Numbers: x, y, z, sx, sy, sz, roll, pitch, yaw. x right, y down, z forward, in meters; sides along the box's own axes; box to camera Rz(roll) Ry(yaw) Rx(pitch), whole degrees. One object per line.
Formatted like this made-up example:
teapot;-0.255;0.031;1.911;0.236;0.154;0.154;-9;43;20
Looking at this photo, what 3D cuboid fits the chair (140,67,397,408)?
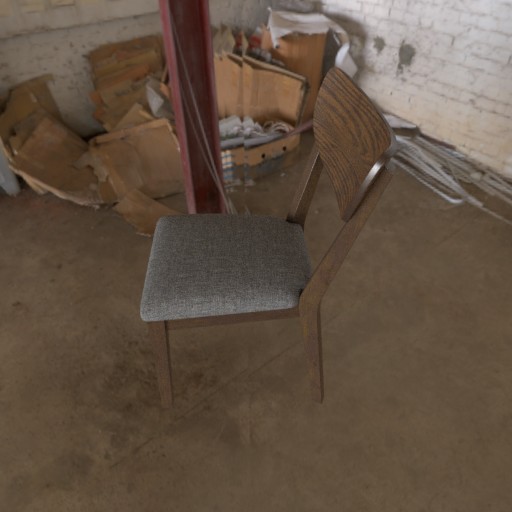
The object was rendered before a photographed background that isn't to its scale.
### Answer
chair;0.000;0.000;1.215;0.583;0.849;0.491;-2;41;-2
